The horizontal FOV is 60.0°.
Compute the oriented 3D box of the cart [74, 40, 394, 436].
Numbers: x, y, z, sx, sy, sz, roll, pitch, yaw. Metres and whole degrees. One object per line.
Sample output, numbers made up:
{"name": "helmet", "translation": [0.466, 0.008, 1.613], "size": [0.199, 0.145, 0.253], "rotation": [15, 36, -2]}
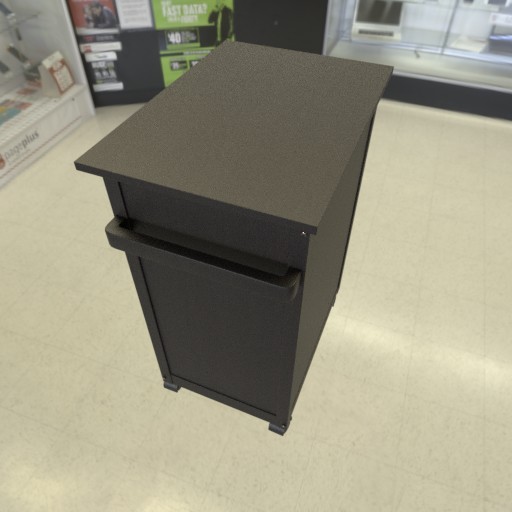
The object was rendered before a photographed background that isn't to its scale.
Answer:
{"name": "cart", "translation": [0.000, 0.000, 1.243], "size": [0.456, 0.879, 0.660], "rotation": [17, 48, 16]}
